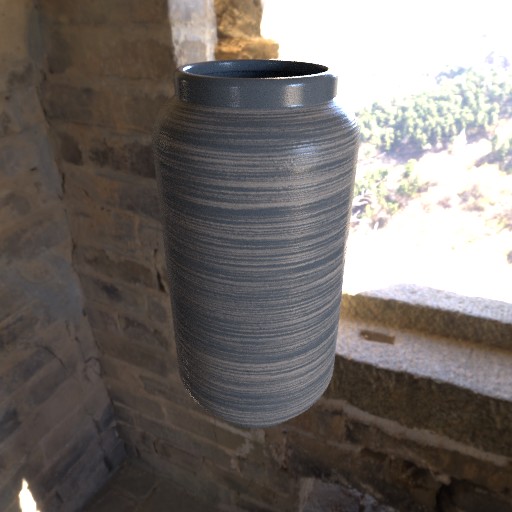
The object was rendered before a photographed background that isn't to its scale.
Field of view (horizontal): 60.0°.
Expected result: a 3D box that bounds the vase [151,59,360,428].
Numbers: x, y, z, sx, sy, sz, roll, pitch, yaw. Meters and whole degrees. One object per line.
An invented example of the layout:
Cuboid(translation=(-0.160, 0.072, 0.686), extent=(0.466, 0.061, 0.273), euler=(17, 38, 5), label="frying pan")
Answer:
Cuboid(translation=(0.000, 0.000, 0.292), extent=(0.116, 0.230, 0.116), euler=(0, 30, 0), label="vase")
